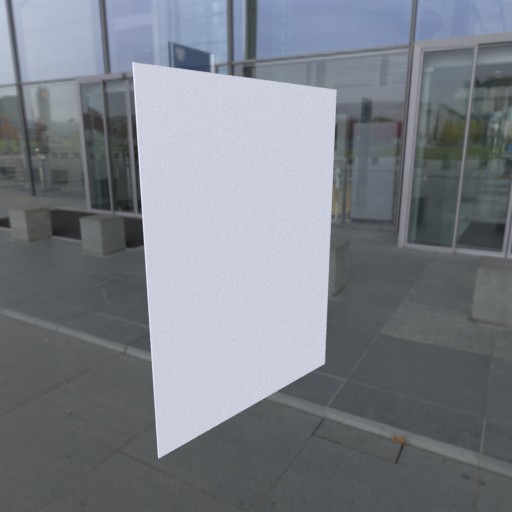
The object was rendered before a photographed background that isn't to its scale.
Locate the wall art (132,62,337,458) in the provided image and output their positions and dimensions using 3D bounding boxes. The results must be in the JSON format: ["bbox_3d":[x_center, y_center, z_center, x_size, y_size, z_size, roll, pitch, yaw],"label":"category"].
[{"bbox_3d":[0.000,0.000,0.816,0.457,0.610,0.003,-14,20,-43],"label":"wall art"}]
